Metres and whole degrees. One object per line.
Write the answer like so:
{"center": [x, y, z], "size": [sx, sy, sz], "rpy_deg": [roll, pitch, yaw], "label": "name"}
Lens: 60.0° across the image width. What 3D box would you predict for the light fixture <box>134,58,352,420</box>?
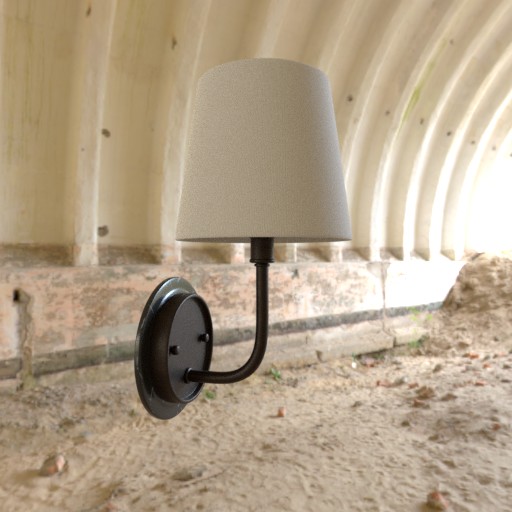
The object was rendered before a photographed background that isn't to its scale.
{"center": [0.000, 0.000, 0.441], "size": [0.188, 0.337, 0.168], "rpy_deg": [0, 0, 18], "label": "light fixture"}
